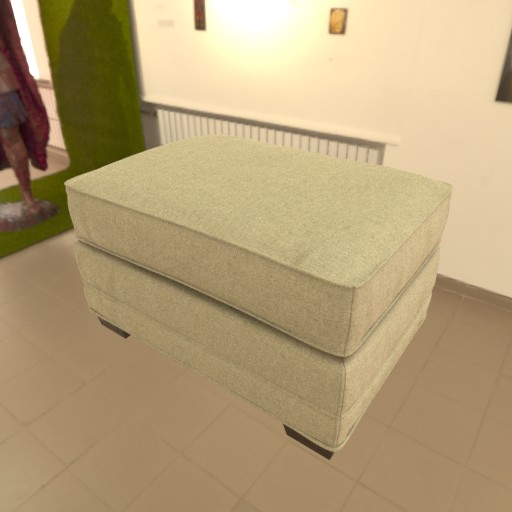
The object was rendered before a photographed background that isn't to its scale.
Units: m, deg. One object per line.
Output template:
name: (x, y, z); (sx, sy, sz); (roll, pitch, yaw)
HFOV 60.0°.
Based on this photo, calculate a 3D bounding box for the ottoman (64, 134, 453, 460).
ottoman: (0.000, 0.000, 1.219); (0.848, 0.508, 0.611); (20, 36, 31)
